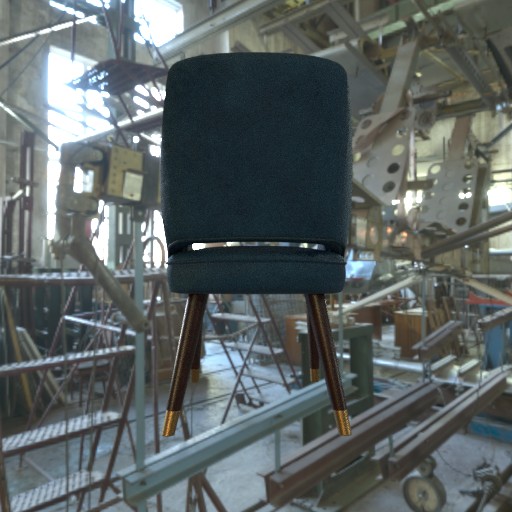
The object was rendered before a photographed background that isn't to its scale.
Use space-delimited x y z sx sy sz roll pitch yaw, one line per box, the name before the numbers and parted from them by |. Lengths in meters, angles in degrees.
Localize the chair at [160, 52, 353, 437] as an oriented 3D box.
chair | 0.000 0.000 1.564 0.683 1.081 0.794 0 -1 -1
